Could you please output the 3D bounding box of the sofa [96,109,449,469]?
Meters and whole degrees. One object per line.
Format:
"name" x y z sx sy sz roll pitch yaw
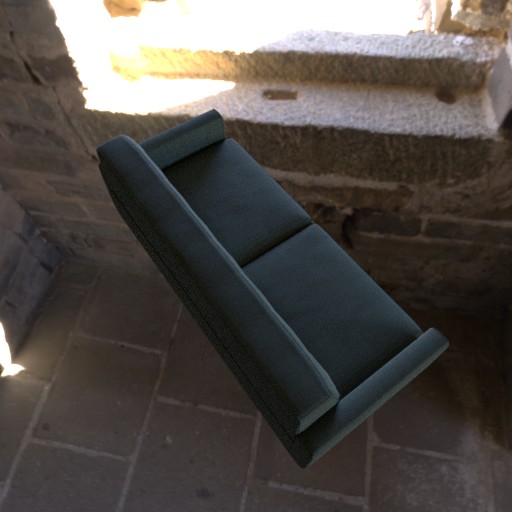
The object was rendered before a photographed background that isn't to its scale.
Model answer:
"sofa" 0.000 0.000 2.522 0.909 0.841 2.029 -32 64 -18
